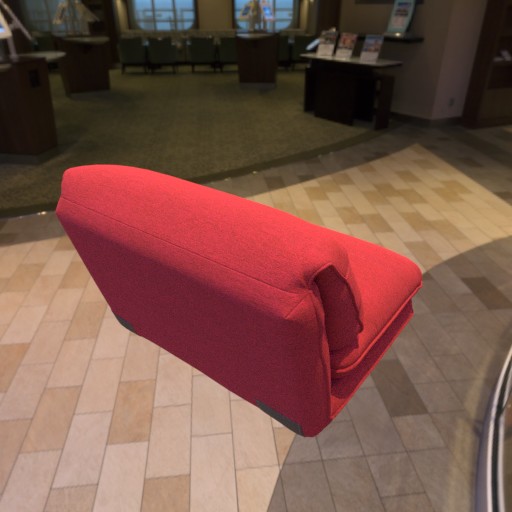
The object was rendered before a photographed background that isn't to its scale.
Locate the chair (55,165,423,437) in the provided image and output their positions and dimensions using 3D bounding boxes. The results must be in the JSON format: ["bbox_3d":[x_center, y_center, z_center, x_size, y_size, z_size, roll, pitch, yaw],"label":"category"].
[{"bbox_3d":[0.000,0.000,1.326,0.820,0.580,0.780,21,36,32],"label":"chair"}]
